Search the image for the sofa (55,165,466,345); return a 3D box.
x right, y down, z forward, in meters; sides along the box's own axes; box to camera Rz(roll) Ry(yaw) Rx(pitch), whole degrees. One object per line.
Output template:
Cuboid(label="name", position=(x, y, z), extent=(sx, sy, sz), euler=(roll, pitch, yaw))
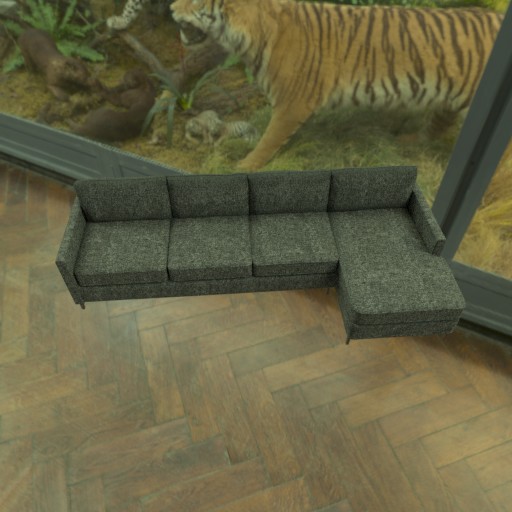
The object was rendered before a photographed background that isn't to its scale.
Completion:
Cuboid(label="sofa", position=(0.000, 0.000, 4.059), extent=(3.384, 0.970, 1.488), euler=(-3, 47, -3))
